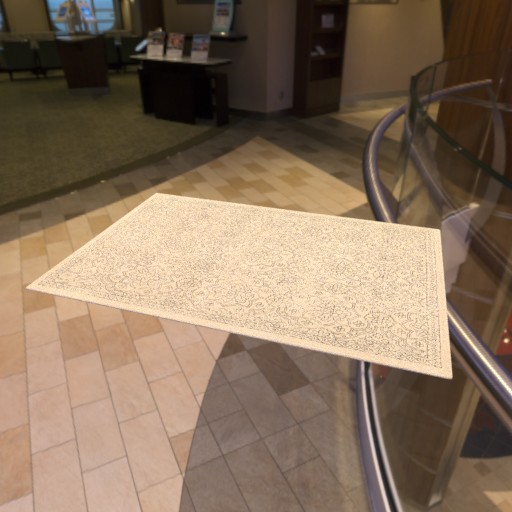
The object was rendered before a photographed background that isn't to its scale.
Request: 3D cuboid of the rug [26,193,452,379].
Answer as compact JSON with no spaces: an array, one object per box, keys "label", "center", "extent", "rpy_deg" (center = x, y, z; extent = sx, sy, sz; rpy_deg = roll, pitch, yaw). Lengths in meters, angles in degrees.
[{"label":"rug","center":[0.000,0.000,2.286],"extent":[1.829,0.010,1.219],"rpy_deg":[9,31,15]}]
